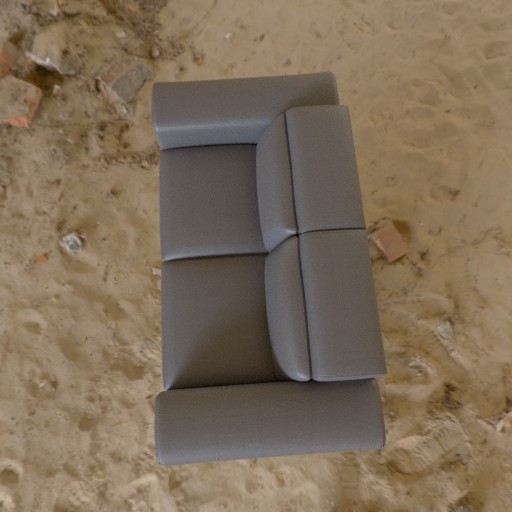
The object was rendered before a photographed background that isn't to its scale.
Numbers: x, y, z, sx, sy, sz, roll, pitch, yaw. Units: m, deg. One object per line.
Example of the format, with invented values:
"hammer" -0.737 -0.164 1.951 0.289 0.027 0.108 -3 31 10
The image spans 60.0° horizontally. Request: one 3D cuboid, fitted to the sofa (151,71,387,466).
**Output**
"sofa" 0.000 0.000 2.343 1.024 0.753 1.930 -4 75 -1
